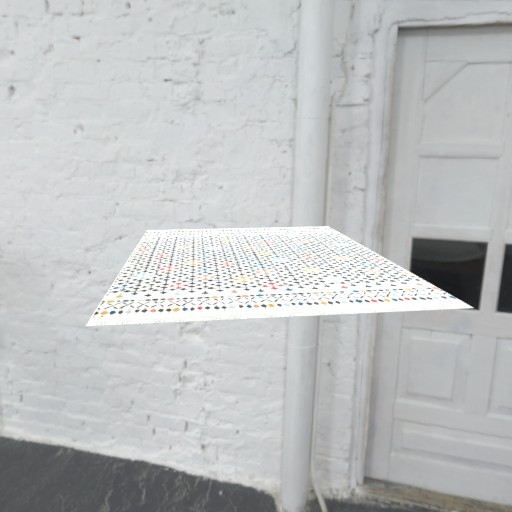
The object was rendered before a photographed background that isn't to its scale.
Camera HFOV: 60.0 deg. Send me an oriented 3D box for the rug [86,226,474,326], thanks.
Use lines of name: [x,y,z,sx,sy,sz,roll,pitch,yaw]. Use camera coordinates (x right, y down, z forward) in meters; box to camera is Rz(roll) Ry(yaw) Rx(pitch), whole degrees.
rug: [0.000,0.000,4.189,2.354,0.007,3.196,-2,13,-7]
